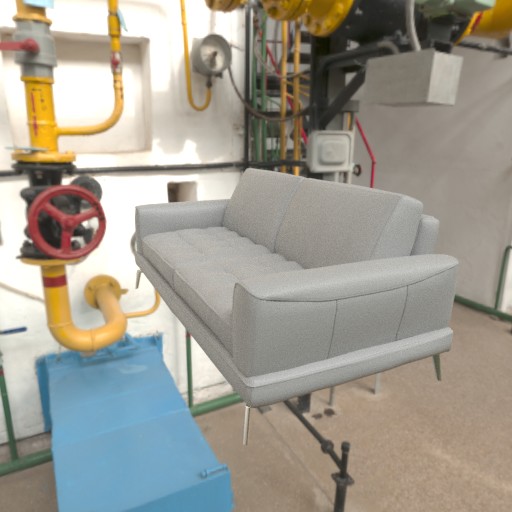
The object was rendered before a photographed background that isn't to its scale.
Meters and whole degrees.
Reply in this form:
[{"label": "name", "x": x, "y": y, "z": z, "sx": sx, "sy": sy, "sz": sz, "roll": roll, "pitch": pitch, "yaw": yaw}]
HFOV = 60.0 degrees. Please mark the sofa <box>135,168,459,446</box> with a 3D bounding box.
[{"label": "sofa", "x": 0.000, "y": 0.000, "z": 2.725, "sx": 1.121, "sy": 0.930, "sz": 2.177, "roll": -8, "pitch": 17, "yaw": -25}]
